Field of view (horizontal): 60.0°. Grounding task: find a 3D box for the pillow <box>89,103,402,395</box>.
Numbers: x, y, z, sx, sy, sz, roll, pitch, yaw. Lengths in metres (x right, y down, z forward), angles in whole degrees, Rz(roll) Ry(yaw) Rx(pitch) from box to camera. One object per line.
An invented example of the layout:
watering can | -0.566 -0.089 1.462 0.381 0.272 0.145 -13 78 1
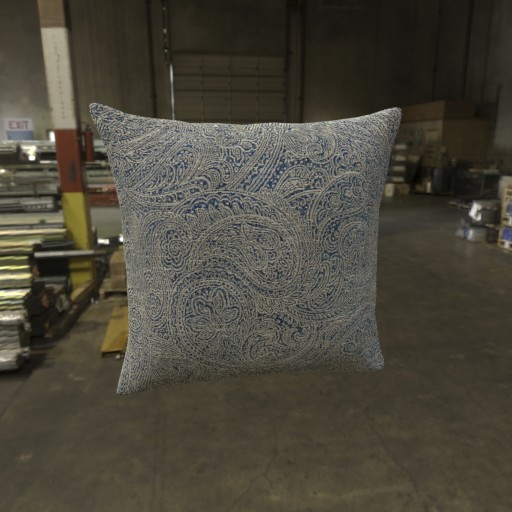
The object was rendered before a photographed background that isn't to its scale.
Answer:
pillow | 0.000 0.000 0.791 0.523 0.510 0.166 -2 14 -9
